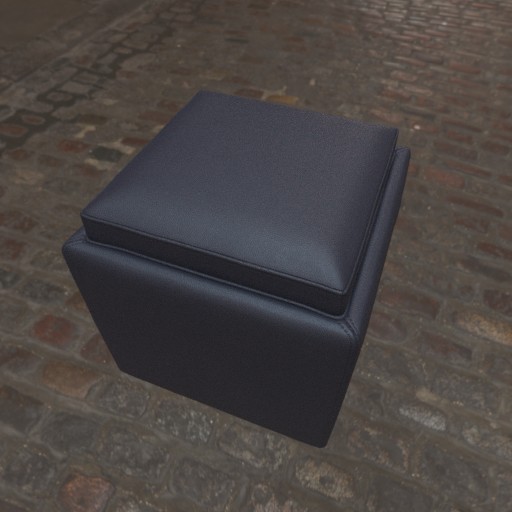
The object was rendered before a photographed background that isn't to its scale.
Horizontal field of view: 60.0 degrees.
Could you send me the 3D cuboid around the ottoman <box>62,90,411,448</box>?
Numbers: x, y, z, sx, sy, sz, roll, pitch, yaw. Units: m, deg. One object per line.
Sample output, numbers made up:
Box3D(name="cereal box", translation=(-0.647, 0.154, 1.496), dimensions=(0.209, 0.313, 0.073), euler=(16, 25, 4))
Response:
Box3D(name="ottoman", translation=(0.000, 0.000, 0.831), dimensions=(0.450, 0.460, 0.451), euler=(16, 50, 14))
